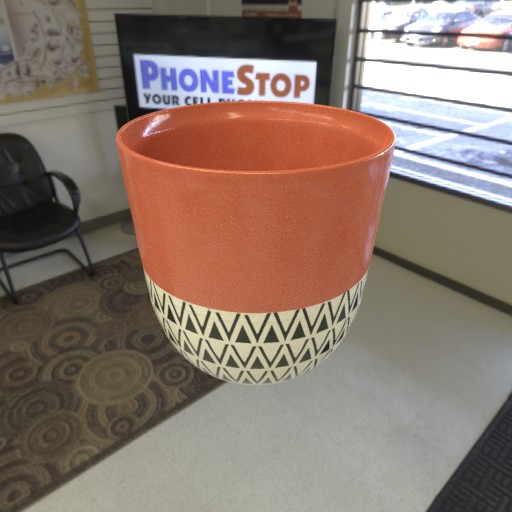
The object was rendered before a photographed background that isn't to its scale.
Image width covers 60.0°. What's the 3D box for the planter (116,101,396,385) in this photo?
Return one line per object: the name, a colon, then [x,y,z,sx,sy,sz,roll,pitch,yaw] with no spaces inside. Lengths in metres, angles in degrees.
planter: [0.000,0.000,0.372,0.195,0.214,0.195,0,30,0]
